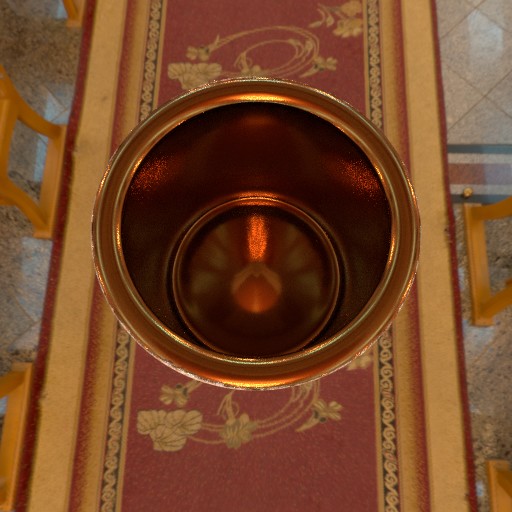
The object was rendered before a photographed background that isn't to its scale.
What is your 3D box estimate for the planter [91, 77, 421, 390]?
[{"bbox_3d":[0.000,0.000,0.308,0.177,0.157,0.177,0,75,0],"label":"planter"}]
